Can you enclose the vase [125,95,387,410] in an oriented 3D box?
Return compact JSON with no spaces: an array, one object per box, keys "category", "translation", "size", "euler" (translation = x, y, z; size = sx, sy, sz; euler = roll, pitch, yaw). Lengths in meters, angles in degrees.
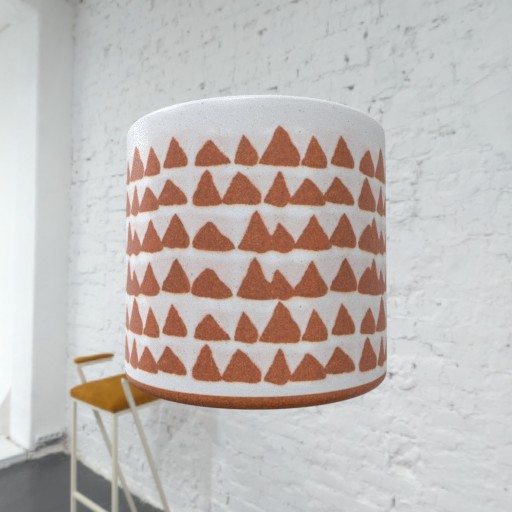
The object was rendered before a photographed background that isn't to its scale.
[{"category":"vase","translation":[0.000,0.000,0.243],"size":[0.137,0.127,0.137],"euler":[0,-2,0]}]
